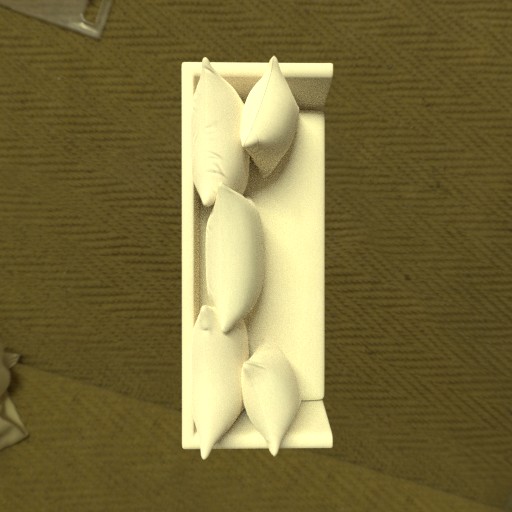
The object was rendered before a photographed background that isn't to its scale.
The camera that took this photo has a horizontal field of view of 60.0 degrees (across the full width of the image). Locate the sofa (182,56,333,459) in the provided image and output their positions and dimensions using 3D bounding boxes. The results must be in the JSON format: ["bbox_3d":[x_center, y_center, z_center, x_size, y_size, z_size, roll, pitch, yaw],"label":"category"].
[{"bbox_3d":[0.000,0.000,3.060,1.030,1.042,2.484,0,90,-1],"label":"sofa"}]
